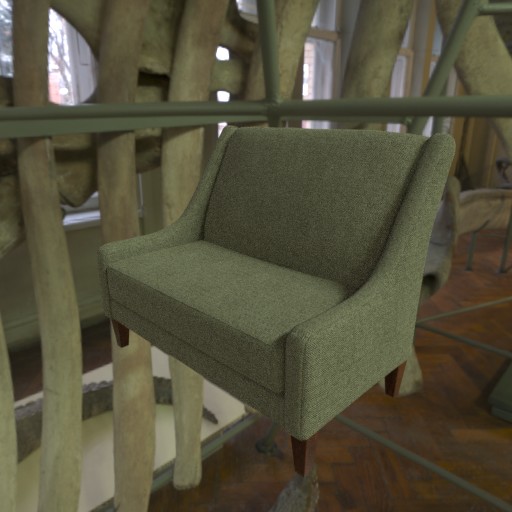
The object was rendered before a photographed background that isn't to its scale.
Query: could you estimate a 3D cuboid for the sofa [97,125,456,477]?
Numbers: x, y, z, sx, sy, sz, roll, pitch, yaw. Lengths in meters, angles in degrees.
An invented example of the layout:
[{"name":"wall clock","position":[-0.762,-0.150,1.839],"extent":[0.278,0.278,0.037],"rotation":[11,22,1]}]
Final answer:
[{"name":"sofa","position":[0.000,0.000,1.877],"extent":[1.242,1.021,0.870],"rotation":[17,25,42]}]
